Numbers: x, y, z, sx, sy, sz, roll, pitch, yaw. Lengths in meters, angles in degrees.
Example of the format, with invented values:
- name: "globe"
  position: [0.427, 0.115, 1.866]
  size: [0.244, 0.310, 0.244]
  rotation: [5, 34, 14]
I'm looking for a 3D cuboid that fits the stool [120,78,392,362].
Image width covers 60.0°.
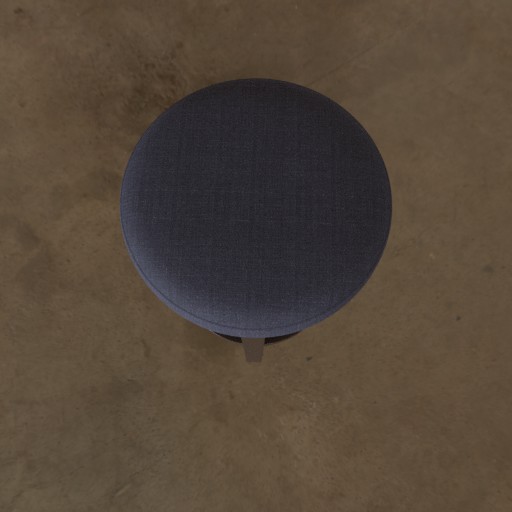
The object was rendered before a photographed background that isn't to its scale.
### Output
- name: "stool"
  position: [0.000, 0.000, 1.019]
  size: [0.446, 0.758, 0.446]
  rotation: [0, 74, 0]
